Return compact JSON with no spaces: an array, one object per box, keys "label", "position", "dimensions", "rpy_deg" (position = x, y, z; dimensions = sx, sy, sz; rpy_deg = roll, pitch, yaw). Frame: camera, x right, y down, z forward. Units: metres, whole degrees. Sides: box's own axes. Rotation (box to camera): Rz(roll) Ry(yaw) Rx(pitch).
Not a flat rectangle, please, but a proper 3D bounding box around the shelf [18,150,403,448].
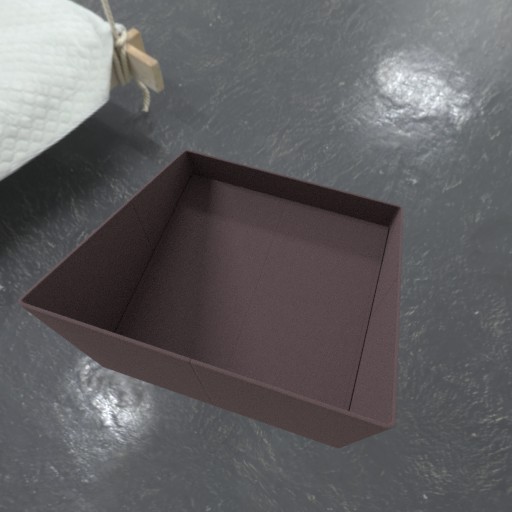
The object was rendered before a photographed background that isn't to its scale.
[{"label":"shelf","position":[0.000,0.000,0.472],"dimensions":[0.292,0.210,0.292],"rpy_deg":[16,64,8]}]
